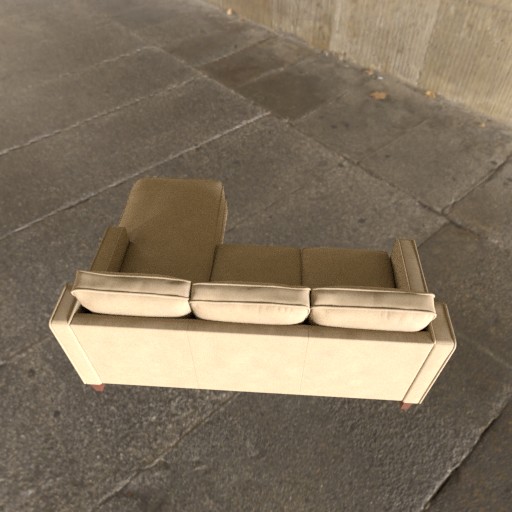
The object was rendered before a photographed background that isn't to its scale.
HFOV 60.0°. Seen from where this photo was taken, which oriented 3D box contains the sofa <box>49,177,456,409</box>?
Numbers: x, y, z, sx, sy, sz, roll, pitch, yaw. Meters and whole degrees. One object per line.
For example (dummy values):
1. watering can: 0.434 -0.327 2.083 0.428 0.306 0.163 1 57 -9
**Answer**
1. sofa: 0.000 0.000 3.346 2.317 1.066 1.858 3 47 2
